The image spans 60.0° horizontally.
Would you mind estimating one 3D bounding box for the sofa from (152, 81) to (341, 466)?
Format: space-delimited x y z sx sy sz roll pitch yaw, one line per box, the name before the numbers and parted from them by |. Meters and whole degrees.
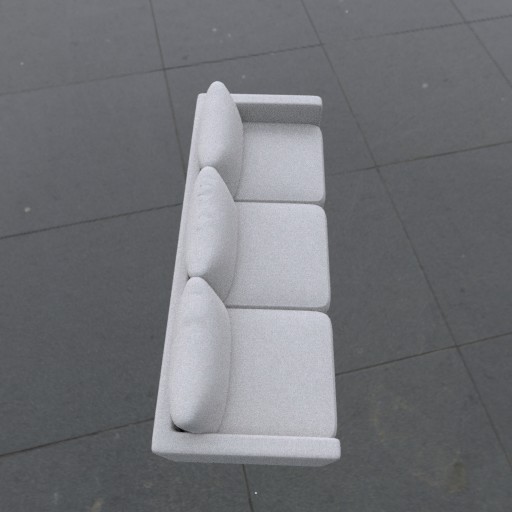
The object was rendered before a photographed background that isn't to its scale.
sofa | 0.000 0.000 2.638 0.859 0.874 2.218 2 62 1
